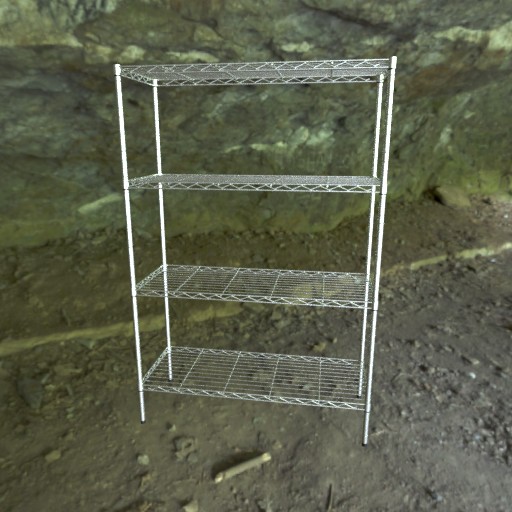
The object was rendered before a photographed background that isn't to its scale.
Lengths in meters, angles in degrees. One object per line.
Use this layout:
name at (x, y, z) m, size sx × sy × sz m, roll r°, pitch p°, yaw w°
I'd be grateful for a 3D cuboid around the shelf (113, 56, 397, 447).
shelf at (0.000, 0.000, 1.728) m, size 0.907 × 1.360 × 0.352 m, roll 2°, pitch 15°, yaw 9°
